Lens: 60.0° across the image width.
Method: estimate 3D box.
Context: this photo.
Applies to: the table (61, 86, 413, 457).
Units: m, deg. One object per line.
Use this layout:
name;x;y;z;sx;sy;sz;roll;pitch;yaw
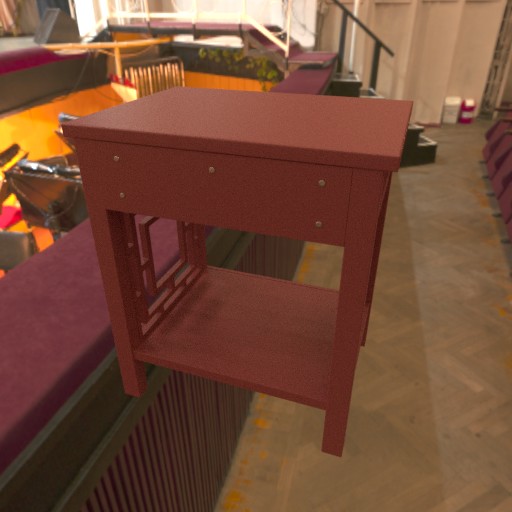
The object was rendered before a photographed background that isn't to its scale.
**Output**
table;0.000;0.000;1.078;0.599;0.686;0.451;10;31;17
